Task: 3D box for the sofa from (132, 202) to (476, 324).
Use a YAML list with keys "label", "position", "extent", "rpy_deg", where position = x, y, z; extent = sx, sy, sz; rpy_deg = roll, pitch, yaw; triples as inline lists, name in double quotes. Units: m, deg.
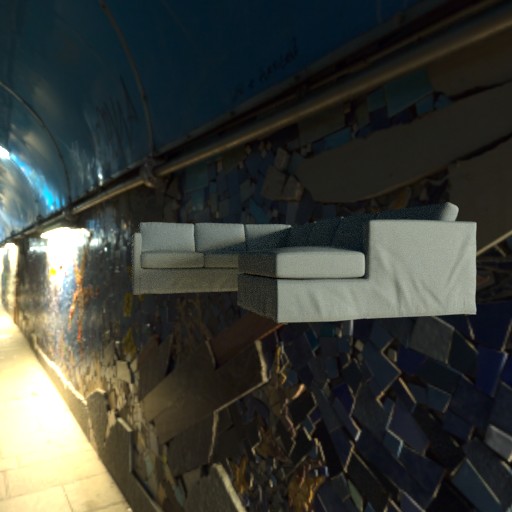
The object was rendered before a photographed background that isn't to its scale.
- label: "sofa"
  position: [0.000, 0.000, 4.583]
  extent: [2.427, 0.882, 3.460]
  rpy_deg: [0, 0, -17]
